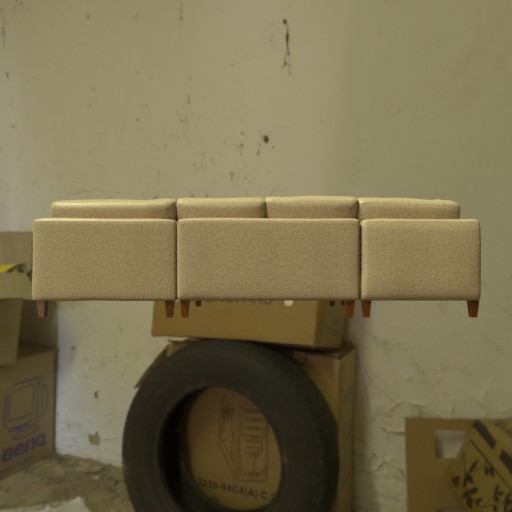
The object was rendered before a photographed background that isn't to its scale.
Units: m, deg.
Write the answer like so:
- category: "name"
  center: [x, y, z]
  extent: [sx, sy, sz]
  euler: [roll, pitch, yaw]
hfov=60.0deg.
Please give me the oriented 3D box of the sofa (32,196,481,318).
- category: "sofa"
  center: [0.000, 0.000, 4.636]
  extent: [3.460, 0.961, 2.594]
  euler: [0, 0, 0]
